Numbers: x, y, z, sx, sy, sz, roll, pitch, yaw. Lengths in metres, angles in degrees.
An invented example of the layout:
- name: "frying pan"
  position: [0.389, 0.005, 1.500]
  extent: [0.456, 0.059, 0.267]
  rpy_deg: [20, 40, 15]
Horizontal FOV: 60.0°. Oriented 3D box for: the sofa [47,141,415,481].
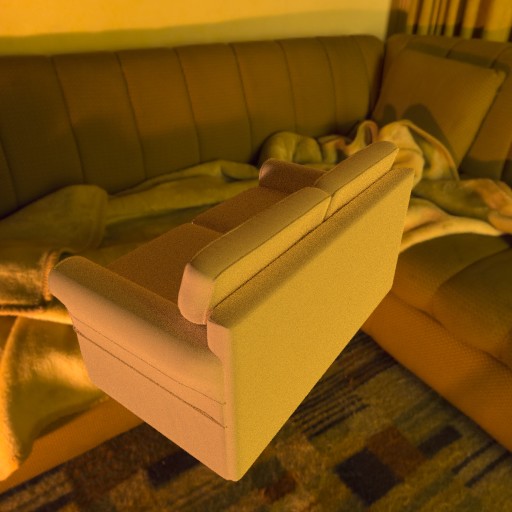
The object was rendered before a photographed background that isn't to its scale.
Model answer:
- name: "sofa"
  position: [0.000, 0.000, 2.284]
  extent: [0.991, 0.940, 1.727]
  rpy_deg: [21, 38, 30]
